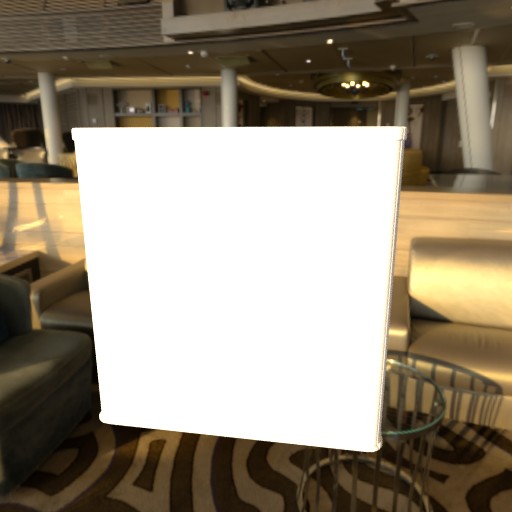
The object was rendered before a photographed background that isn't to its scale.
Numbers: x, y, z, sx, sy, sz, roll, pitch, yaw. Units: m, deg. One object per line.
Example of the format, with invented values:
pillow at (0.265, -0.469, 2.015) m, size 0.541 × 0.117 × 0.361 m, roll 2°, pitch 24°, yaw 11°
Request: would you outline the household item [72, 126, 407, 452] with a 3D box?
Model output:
household item at (0.000, 0.000, 0.559) m, size 0.305 × 0.305 × 0.305 m, roll 2°, pitch 15°, yaw 9°
